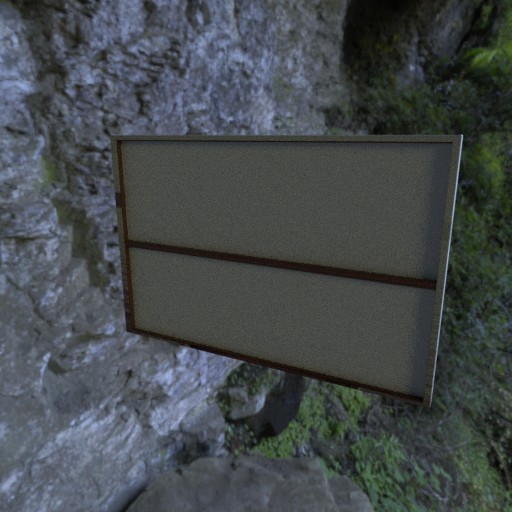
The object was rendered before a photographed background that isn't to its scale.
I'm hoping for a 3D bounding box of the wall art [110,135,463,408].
[{"bbox_3d":[0.000,0.000,1.450,1.149,0.765,0.040,8,17,26],"label":"wall art"}]
